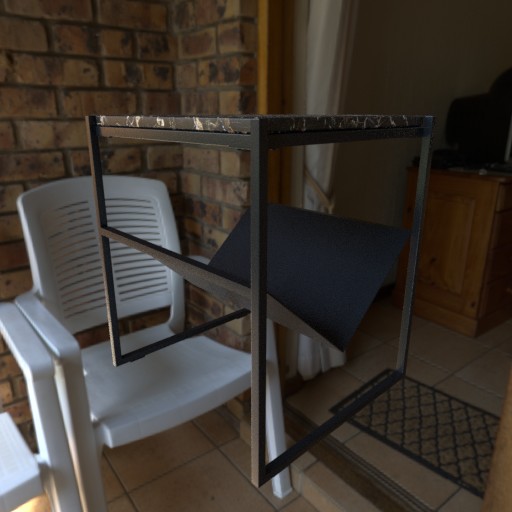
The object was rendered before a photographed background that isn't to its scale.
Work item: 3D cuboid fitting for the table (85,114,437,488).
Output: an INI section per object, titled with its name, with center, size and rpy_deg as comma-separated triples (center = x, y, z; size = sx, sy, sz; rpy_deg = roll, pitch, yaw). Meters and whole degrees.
[table]
center = 0.000, 0.000, 0.883
size = 0.432, 0.534, 0.469
rpy_deg = -16, 24, -41
